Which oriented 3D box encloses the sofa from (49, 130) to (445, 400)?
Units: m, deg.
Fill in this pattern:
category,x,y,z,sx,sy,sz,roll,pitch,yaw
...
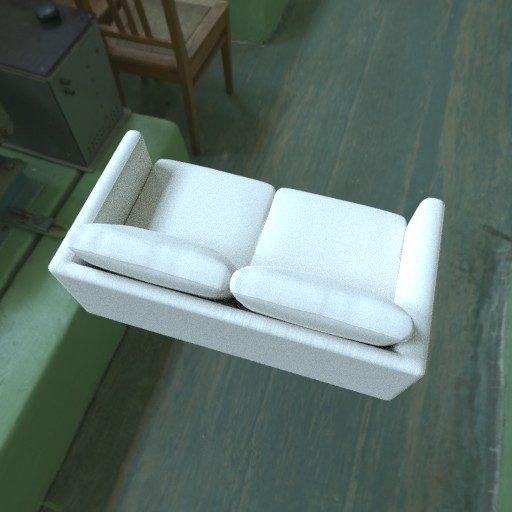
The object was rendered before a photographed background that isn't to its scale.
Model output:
category,x,y,z,sx,sy,sz,roll,pitch,yaw
sofa,0.000,0.000,2.318,1.713,0.893,0.940,15,63,8
